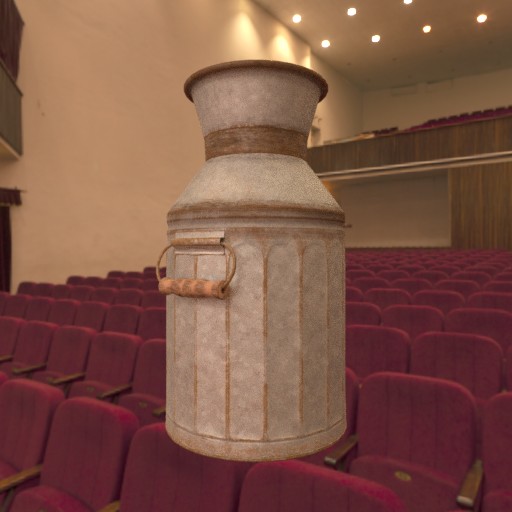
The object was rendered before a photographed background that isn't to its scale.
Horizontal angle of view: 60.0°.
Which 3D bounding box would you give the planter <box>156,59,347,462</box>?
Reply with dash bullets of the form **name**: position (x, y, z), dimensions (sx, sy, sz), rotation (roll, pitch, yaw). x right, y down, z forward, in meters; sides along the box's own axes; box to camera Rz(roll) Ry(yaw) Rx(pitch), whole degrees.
- **planter**: position (0.000, 0.000, 0.529), dimensions (0.214, 0.396, 0.245), rotation (0, 1, 35)
